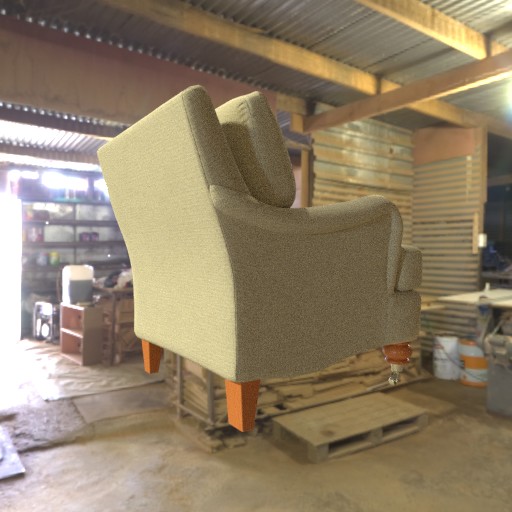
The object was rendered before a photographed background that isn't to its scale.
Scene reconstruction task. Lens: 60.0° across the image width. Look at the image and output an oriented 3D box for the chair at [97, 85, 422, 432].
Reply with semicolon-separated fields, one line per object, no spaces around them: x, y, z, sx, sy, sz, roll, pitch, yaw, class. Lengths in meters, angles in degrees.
0.000;0.000;1.847;1.070;1.038;0.955;-1;1;-34;chair
